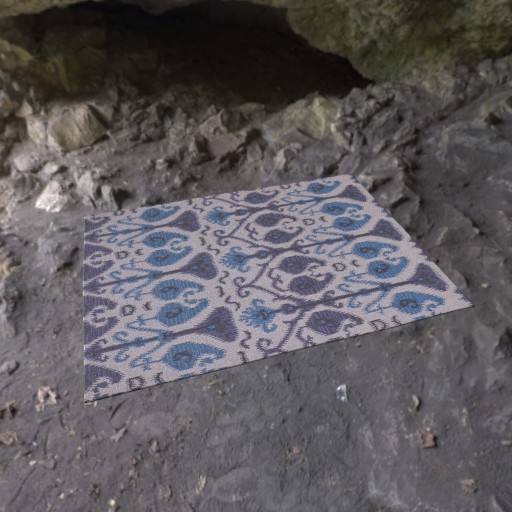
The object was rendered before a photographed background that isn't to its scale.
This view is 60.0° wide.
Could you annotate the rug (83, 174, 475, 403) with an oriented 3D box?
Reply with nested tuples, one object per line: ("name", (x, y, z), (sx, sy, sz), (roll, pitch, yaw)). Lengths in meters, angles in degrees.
("rug", (0.000, 0.000, 3.026), (2.261, 0.013, 1.676), (-11, 41, -13))
